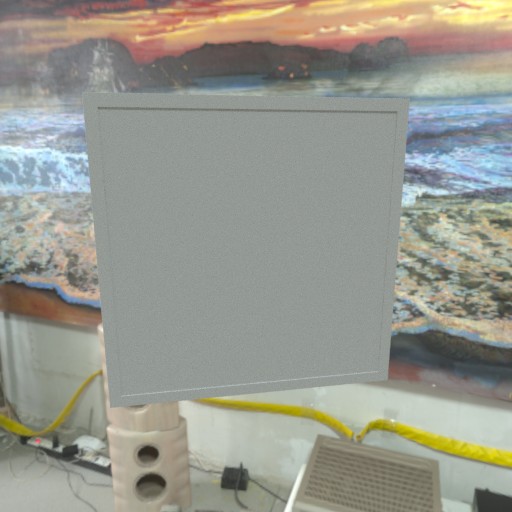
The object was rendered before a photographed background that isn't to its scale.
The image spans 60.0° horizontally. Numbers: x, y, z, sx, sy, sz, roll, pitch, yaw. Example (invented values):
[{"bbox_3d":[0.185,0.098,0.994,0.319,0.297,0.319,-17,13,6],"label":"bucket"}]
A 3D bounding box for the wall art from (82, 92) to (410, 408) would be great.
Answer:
[{"bbox_3d":[0.000,0.000,0.967,0.660,0.660,0.015,-3,14,-10],"label":"wall art"}]
